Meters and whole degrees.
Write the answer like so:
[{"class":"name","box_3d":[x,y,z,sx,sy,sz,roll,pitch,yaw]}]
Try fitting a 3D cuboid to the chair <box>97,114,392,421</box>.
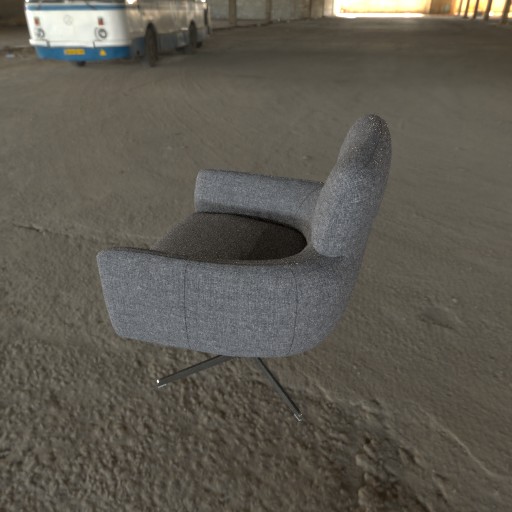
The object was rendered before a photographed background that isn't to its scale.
[{"class":"chair","box_3d":[0.000,0.000,1.378,0.715,0.812,0.706,8,31,14]}]
